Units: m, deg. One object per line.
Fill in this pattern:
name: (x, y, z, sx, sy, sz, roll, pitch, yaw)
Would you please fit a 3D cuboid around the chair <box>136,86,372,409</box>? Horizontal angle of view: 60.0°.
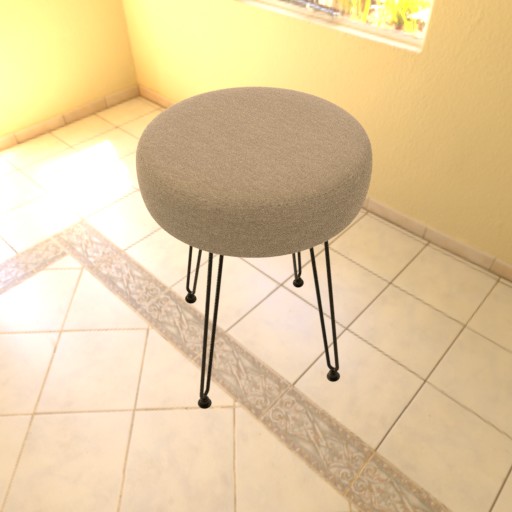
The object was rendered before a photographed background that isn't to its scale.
chair: (0.000, 0.000, 0.701, 0.350, 0.440, 0.350, 25, 50, 23)
